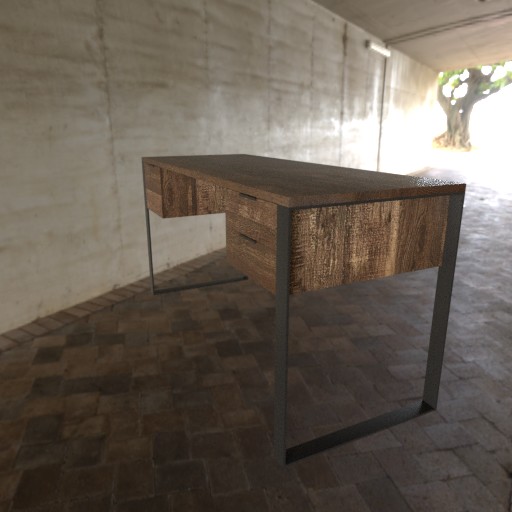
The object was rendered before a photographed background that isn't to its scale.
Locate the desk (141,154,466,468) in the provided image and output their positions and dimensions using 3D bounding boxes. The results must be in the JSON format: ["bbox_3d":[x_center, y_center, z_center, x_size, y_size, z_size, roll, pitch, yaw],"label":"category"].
[{"bbox_3d":[0.000,0.000,1.914,0.599,0.762,1.524,-8,18,-25],"label":"desk"}]
